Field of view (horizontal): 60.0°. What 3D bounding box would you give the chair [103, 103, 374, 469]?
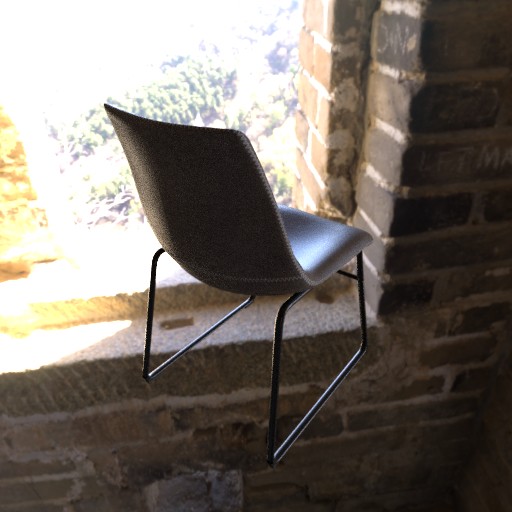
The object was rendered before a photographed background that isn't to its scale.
[{"bbox_3d":[0.000,0.000,1.110,0.460,0.780,0.550,21,36,32],"label":"chair"}]
